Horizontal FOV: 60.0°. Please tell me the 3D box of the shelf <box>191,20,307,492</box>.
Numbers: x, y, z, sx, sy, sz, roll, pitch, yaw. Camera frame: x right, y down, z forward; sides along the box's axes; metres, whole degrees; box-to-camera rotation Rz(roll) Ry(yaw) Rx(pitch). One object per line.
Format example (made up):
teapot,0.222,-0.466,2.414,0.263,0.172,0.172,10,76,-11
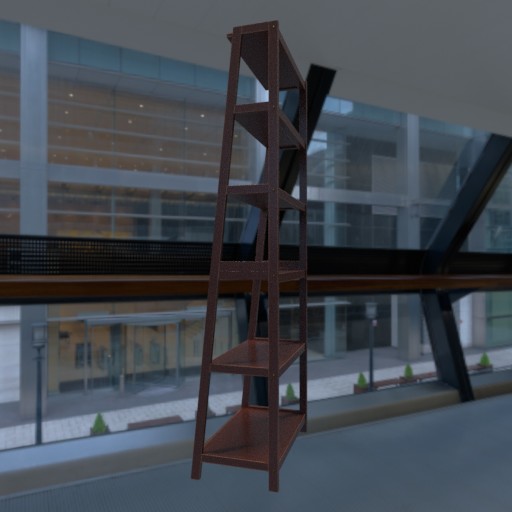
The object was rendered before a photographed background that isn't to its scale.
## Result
shelf,0.000,0.000,2.142,0.381,1.892,0.660,0,0,17
